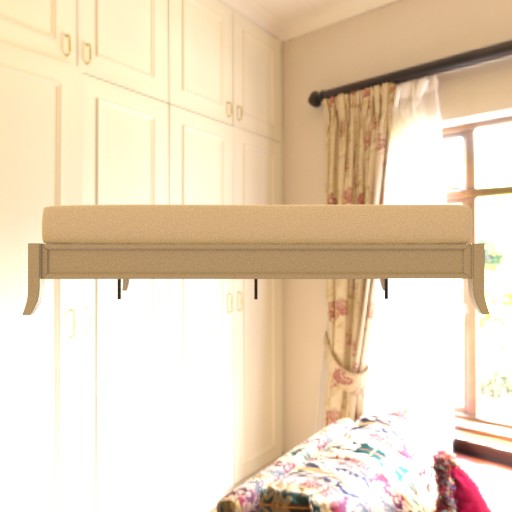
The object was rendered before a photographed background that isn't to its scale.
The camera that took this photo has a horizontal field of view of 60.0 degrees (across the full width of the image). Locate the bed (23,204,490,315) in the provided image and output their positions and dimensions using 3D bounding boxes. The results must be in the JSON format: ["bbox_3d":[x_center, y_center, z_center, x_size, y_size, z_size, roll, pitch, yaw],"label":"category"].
[{"bbox_3d":[0.000,0.000,2.610,1.985,0.510,1.460,0,0,0],"label":"bed"}]
